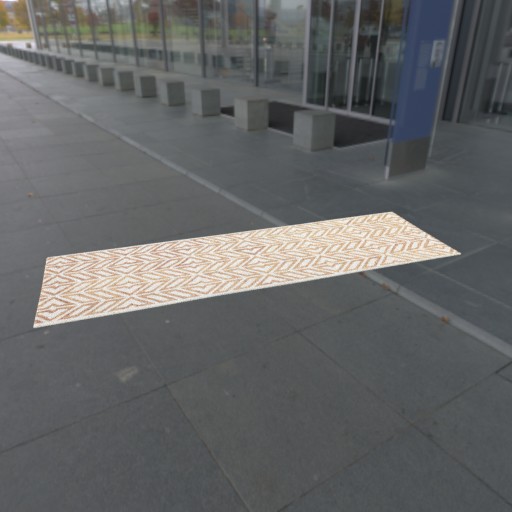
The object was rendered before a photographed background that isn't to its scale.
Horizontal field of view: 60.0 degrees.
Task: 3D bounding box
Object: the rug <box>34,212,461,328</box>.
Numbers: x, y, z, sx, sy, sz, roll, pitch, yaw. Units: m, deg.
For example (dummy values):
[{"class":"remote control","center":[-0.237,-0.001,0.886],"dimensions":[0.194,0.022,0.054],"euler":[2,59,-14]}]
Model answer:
[{"class":"rug","center":[0.000,0.000,2.725],"dimensions":[2.435,0.009,0.750],"euler":[-9,28,-16]}]
